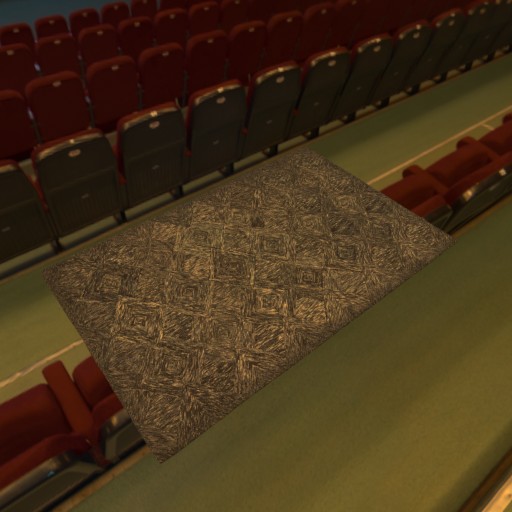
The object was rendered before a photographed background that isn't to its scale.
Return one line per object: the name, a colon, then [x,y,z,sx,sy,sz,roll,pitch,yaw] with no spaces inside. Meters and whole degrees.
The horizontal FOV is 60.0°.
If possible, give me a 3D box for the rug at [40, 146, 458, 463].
rug: [0.000,0.000,2.200,1.754,0.010,1.139,-30,53,-26]
